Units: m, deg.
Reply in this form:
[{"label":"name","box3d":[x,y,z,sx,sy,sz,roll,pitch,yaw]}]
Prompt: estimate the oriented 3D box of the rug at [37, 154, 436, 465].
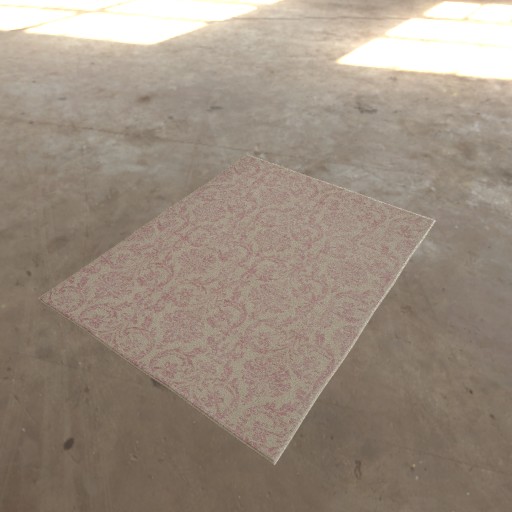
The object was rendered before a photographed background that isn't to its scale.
[{"label":"rug","box3d":[0.000,0.000,4.089,2.363,0.012,2.980,25,47,25]}]
